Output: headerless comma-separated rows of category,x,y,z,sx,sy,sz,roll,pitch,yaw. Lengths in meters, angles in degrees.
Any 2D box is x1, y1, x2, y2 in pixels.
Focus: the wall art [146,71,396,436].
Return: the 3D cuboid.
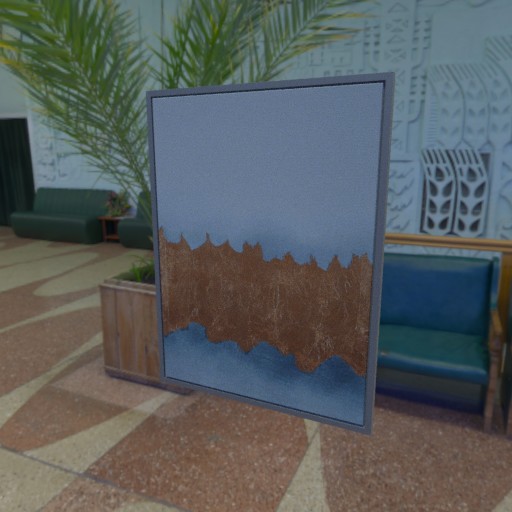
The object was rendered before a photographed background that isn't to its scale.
wall art,0.000,0.000,1.418,0.789,1.042,0.034,6,14,25
